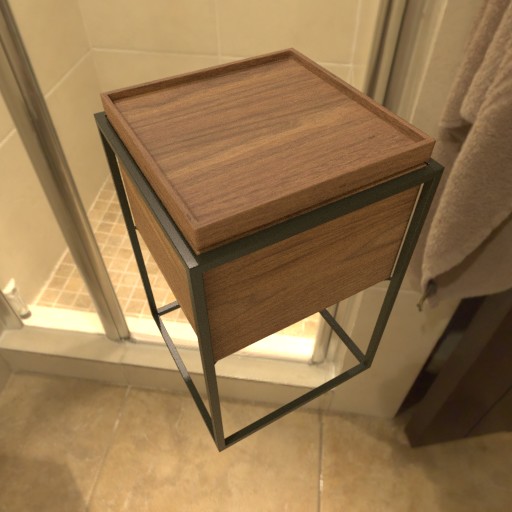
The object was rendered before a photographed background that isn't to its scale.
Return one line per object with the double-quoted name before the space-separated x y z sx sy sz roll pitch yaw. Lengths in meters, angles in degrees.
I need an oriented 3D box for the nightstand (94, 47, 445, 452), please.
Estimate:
"nightstand" 0.000 0.000 0.876 0.397 0.607 0.397 -22 51 -20
